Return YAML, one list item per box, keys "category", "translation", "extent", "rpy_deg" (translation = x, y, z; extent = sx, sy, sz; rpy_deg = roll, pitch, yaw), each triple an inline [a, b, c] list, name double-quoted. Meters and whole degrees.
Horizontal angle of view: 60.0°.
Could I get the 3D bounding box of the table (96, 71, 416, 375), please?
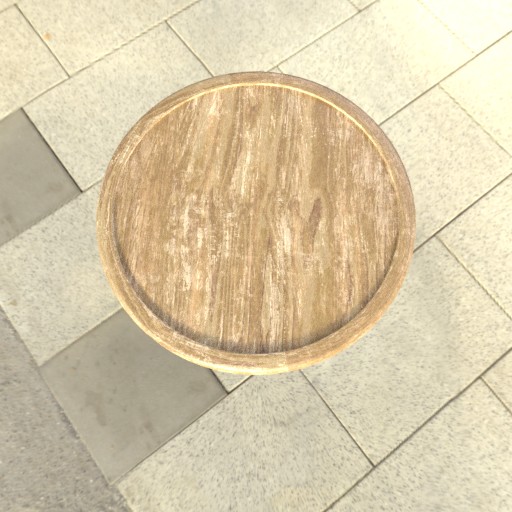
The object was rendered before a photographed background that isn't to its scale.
- category: "table"
  translation: [0.000, 0.000, 0.790]
  extent: [0.407, 0.482, 0.407]
  rpy_deg: [0, 75, 0]
